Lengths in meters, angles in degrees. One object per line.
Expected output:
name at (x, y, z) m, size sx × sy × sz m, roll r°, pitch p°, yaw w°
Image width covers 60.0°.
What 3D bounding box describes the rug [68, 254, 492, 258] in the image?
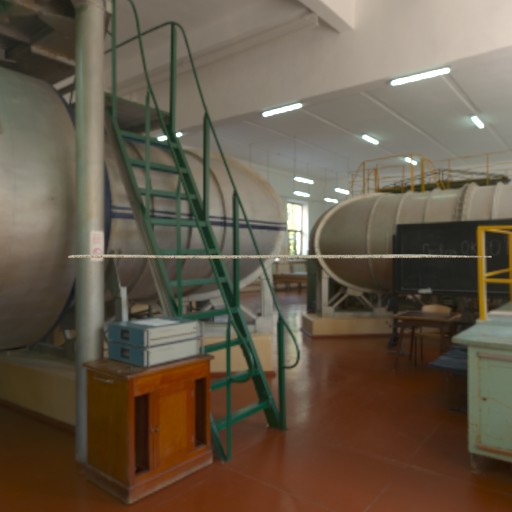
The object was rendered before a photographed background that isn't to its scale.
rug at (0.000, 0.000, 4.116) m, size 3.054 × 0.030 × 2.430 m, roll 0°, pitch 0°, yaw -17°
